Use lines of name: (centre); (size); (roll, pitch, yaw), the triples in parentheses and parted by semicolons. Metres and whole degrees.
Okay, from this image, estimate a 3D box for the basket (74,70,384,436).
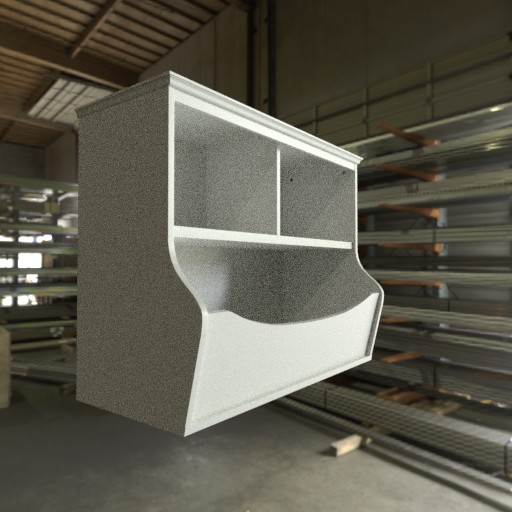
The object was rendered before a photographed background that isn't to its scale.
basket: (0.000, 0.000, 1.145); (0.376, 0.625, 0.792); (-1, -2, 38)
